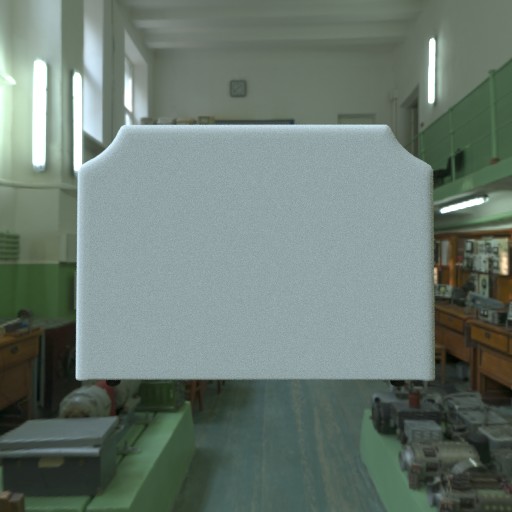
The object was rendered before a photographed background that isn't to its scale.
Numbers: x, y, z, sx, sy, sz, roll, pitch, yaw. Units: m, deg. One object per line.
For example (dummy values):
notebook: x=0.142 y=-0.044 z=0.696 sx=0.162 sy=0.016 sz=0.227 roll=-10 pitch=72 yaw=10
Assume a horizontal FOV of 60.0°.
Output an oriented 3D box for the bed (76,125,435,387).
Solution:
bed: x=0.000 y=0.000 z=3.799 sx=2.134 sy=1.524 sz=2.548 roll=0 pitch=0 yaw=0
